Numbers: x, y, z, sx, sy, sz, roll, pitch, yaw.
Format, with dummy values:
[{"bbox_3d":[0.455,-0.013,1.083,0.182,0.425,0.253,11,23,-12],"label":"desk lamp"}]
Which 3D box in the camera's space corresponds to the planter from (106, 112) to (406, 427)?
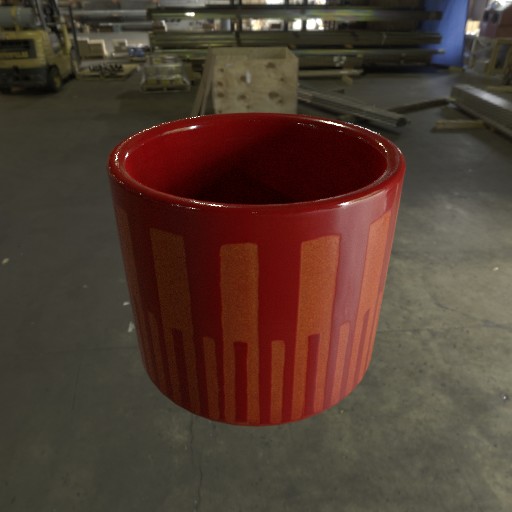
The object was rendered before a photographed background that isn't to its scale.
[{"bbox_3d":[0.000,0.000,0.403,0.230,0.202,0.230,0,32,0],"label":"planter"}]
